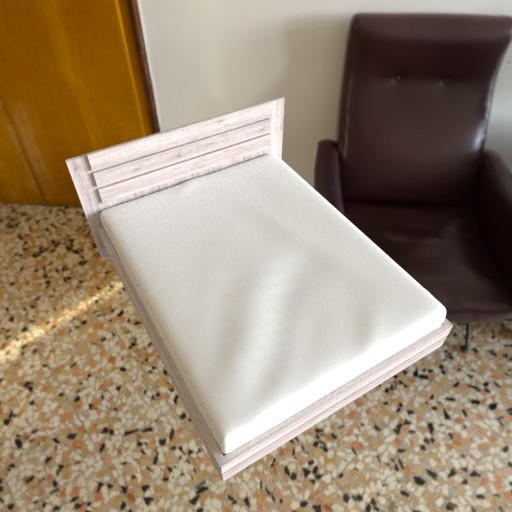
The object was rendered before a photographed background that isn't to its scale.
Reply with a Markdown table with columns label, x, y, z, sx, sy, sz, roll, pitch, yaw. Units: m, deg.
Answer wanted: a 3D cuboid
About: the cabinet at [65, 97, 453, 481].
| label | x | y | z | sx | sy | sz | roll | pitch | yaw |
| --- | --- | --- | --- | --- | --- | --- | --- | --- | --- |
| cabinet | 0.000 | 0.000 | 3.014 | 1.750 | 0.970 | 2.080 | -23 | 51 | -21 |
